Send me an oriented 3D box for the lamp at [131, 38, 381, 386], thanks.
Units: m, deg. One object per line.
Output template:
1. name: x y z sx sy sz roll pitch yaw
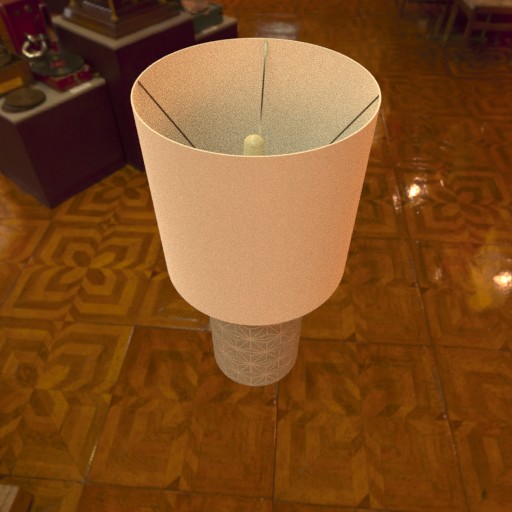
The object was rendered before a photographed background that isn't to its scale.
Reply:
1. lamp: 0.000 0.000 0.523 0.206 0.416 0.206 5 47 5
